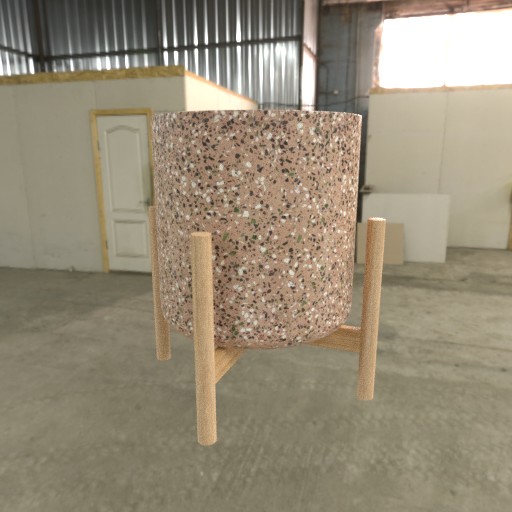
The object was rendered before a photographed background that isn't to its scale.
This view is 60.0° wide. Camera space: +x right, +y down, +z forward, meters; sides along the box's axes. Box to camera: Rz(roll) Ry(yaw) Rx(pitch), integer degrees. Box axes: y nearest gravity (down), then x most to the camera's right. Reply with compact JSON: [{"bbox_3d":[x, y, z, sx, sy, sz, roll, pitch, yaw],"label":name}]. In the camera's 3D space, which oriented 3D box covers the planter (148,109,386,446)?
[{"bbox_3d":[0.000,0.000,0.702,0.360,0.419,0.360,13,19,42],"label":"planter"}]
